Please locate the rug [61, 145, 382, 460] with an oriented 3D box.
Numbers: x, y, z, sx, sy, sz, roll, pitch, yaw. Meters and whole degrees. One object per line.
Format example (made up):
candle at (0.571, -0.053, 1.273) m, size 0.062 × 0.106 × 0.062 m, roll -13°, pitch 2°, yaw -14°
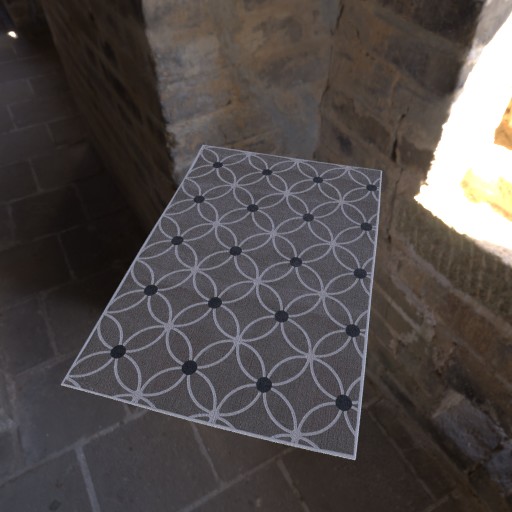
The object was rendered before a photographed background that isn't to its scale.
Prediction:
rug at (0.000, 0.000, 2.912) m, size 1.522 × 0.008 × 2.284 m, roll 10°, pitch 48°, yaw 9°
